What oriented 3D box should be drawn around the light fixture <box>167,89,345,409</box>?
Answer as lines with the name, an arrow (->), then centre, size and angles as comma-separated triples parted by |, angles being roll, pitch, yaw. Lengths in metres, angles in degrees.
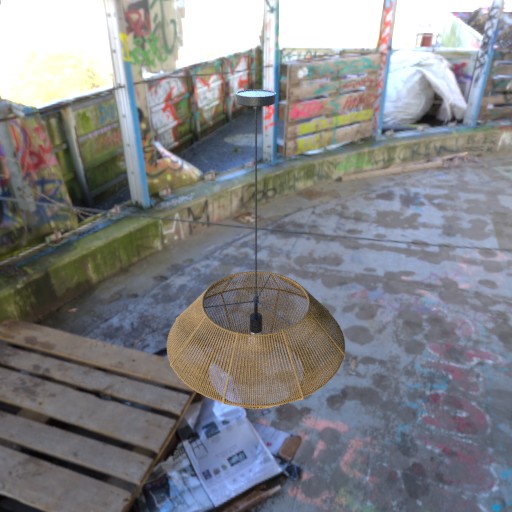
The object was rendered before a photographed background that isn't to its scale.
light fixture -> 0.000, 0.000, 1.441 | 0.643, 1.009, 0.643 | 0, 30, 0
